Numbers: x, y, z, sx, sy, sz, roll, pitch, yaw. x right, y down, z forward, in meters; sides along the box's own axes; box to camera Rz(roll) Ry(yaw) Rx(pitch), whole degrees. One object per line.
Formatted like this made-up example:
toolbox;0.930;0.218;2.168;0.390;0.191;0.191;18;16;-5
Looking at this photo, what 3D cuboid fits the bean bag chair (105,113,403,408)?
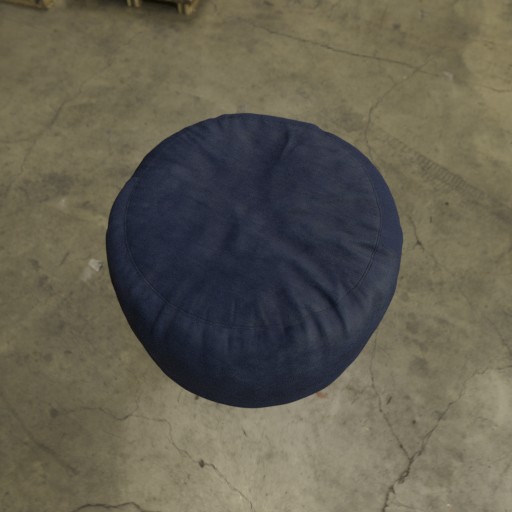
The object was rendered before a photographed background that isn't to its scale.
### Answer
bean bag chair;0.000;0.000;1.978;1.219;0.762;1.219;0;58;0
